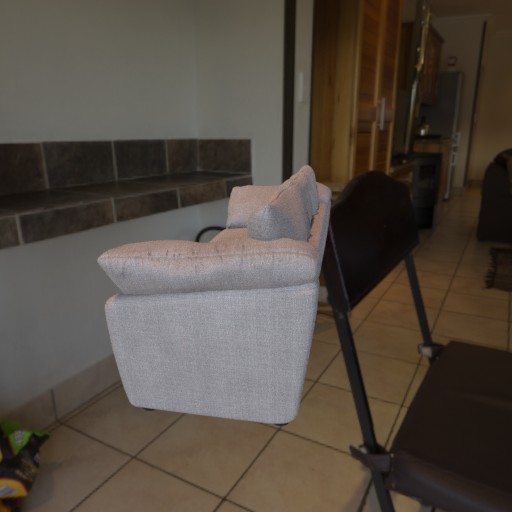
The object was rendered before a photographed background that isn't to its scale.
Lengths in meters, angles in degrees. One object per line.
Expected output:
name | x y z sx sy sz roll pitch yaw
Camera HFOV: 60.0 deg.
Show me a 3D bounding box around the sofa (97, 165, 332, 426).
sofa | 0.000 0.000 2.800 0.878 0.996 2.334 3 16 10
